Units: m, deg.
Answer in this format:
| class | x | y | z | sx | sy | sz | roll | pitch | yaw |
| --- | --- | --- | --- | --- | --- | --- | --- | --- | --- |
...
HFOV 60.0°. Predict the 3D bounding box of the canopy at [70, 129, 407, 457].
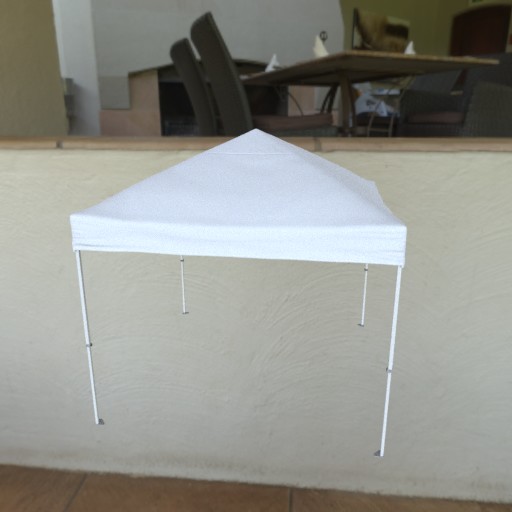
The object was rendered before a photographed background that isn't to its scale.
| class | x | y | z | sx | sy | sz | roll | pitch | yaw |
| --- | --- | --- | --- | --- | --- | --- | --- | --- | --- |
| canopy | 0.000 | 0.000 | 5.431 | 2.998 | 2.997 | 2.996 | 3 | 17 | 9 |
